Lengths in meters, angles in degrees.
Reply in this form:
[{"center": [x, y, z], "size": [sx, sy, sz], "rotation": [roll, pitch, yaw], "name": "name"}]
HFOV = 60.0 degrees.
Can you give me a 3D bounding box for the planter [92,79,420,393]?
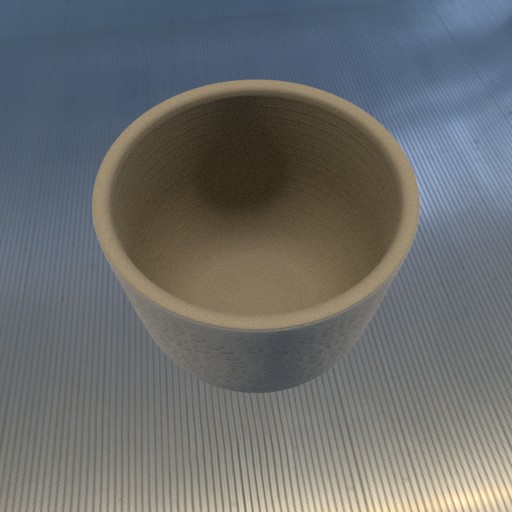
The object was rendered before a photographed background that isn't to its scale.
[{"center": [0.000, 0.000, 0.216], "size": [0.124, 0.109, 0.124], "rotation": [0, 57, 0], "name": "planter"}]
